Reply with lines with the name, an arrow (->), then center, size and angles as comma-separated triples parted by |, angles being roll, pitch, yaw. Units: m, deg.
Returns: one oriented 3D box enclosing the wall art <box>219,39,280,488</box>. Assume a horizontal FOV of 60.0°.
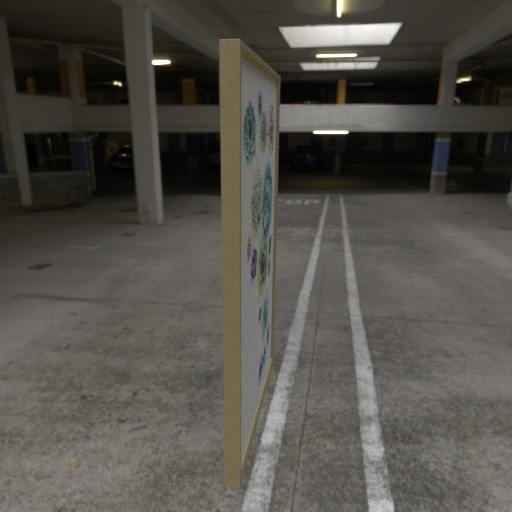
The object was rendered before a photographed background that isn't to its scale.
wall art -> 0.000, 0.000, 1.005 | 0.039, 0.810, 0.510 | 3, 16, 9
